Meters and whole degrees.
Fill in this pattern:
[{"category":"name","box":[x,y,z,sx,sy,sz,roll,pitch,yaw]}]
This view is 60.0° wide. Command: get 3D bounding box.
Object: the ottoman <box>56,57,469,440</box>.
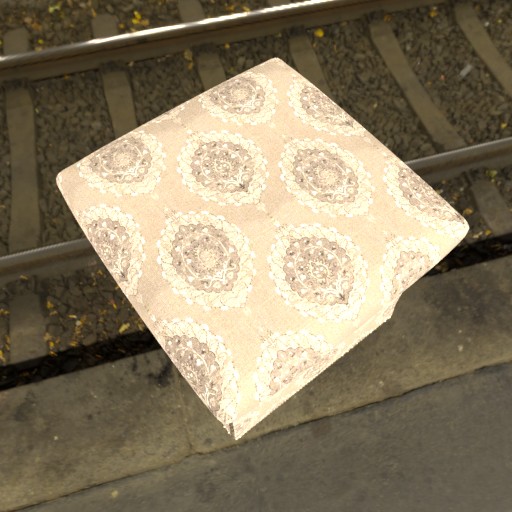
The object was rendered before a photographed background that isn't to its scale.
[{"category":"ottoman","box":[0.000,0.000,0.886,0.497,0.473,0.507,-34,68,-16]}]
